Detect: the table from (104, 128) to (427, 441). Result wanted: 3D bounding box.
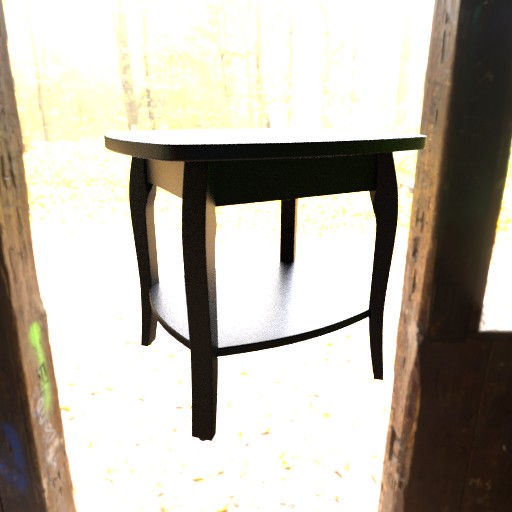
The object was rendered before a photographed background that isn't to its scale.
[{"bbox_3d":[0.000,0.000,0.858,0.508,0.457,0.457,-9,20,-26],"label":"table"}]
